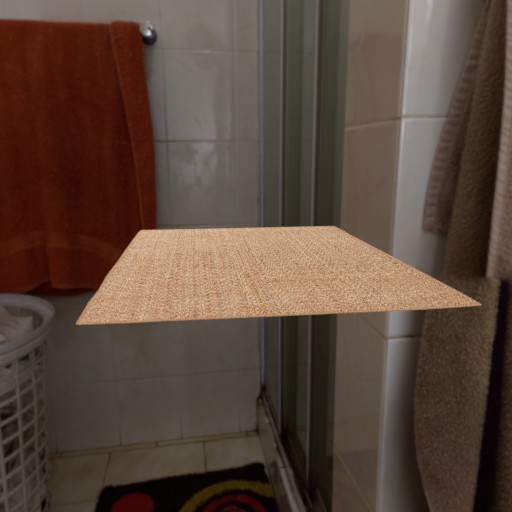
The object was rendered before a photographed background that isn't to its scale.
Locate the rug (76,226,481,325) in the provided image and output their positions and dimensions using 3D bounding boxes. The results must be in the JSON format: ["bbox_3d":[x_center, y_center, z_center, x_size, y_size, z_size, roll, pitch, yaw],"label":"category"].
[{"bbox_3d":[0.000,0.000,4.029,2.439,0.013,3.048,-2,13,-7],"label":"rug"}]
